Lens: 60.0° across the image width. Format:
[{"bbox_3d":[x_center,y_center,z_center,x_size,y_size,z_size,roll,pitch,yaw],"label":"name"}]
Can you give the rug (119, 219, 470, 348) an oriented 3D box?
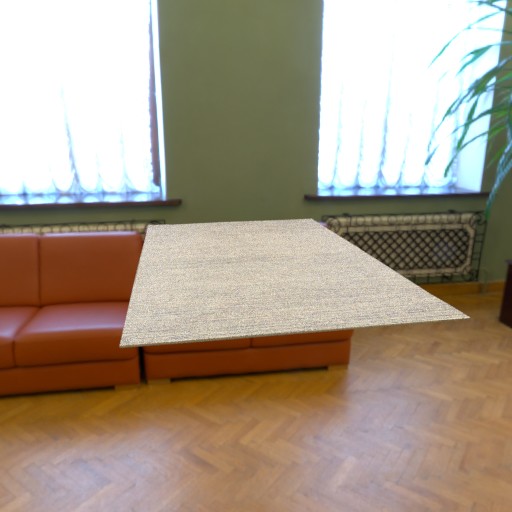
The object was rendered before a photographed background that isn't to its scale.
[{"bbox_3d":[0.000,0.000,2.263,1.162,0.022,1.804,-3,16,-10],"label":"rug"}]
